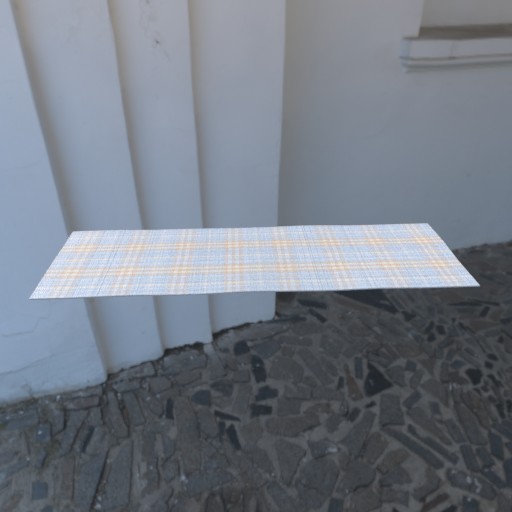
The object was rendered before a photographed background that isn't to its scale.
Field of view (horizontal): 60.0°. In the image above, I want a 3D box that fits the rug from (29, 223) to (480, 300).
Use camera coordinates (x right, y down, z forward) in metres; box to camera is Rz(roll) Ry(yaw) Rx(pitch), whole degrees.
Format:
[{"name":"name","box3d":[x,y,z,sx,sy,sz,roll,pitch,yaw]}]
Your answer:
[{"name":"rug","box3d":[0.000,0.000,2.717,2.439,0.013,0.762,-1,31,-2]}]
